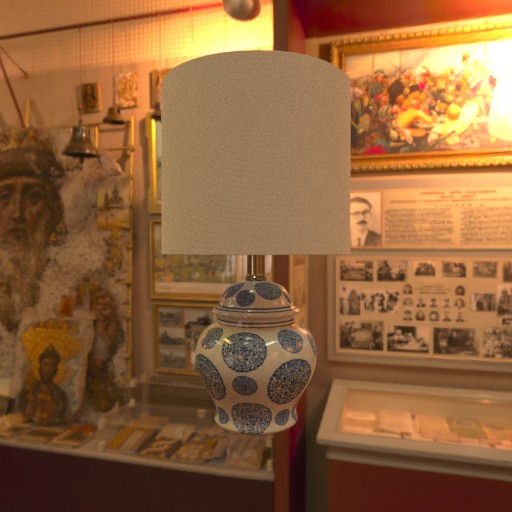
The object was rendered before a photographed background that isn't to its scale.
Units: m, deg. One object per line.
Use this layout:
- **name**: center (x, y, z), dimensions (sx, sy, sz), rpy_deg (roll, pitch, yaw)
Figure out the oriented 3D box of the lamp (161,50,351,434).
- **lamp**: center (0.000, 0.000, 0.516), dimensions (0.215, 0.381, 0.215), rpy_deg (0, 1, 17)
